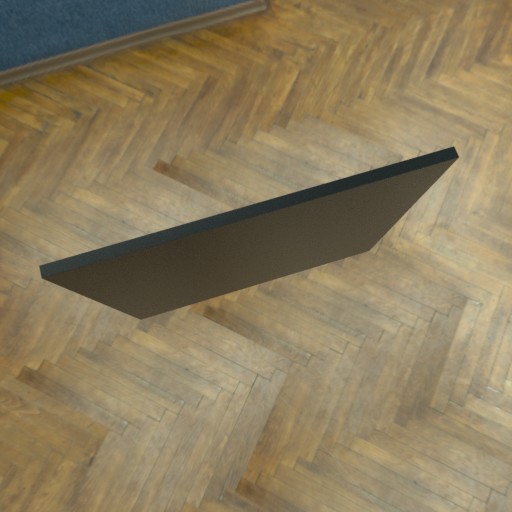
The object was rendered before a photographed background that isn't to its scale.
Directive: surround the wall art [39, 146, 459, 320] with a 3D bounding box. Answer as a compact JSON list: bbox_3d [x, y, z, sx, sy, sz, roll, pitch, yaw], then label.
[{"bbox_3d":[0.000,0.000,0.550,0.383,0.332,0.012,-17,76,-4],"label":"wall art"}]
